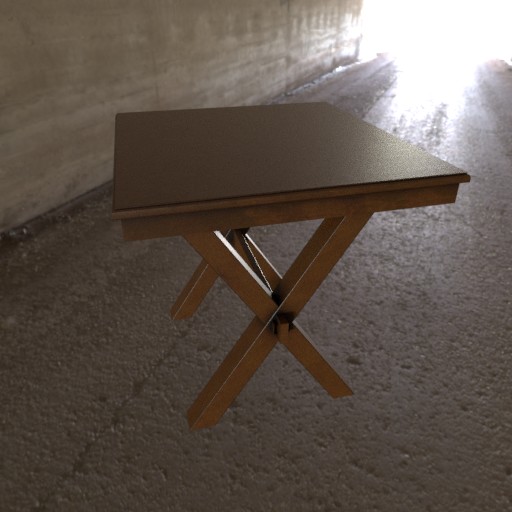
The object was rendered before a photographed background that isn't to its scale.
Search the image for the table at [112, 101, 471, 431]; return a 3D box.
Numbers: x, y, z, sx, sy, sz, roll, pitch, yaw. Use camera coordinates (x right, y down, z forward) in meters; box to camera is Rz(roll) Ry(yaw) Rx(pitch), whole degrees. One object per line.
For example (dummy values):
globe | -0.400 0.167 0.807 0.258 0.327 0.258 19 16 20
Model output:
table | 0.000 0.000 1.044 0.560 0.562 0.602 -8 31 -13
